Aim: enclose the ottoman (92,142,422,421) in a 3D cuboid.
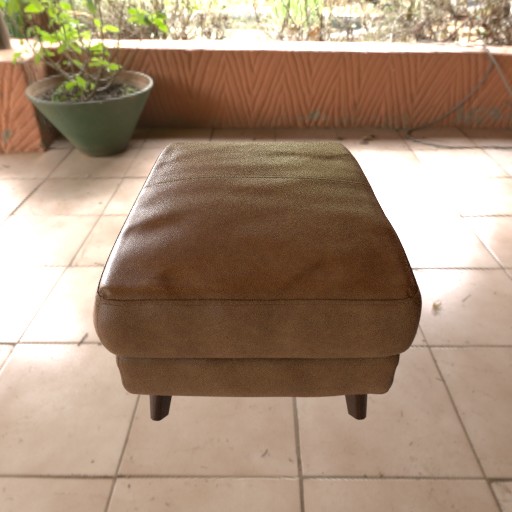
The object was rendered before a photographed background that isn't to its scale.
[{"bbox_3d":[0.000,0.000,1.214,0.630,0.461,0.869,0,33,0],"label":"ottoman"}]
